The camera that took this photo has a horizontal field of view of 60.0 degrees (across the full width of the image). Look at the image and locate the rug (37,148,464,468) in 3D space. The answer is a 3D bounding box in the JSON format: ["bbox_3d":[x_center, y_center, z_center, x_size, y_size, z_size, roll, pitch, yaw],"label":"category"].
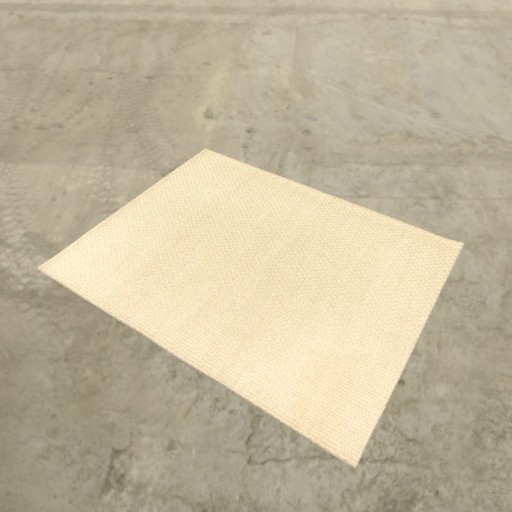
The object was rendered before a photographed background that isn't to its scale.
[{"bbox_3d":[0.000,0.000,3.798,2.897,0.035,2.277,25,50,23],"label":"rug"}]
